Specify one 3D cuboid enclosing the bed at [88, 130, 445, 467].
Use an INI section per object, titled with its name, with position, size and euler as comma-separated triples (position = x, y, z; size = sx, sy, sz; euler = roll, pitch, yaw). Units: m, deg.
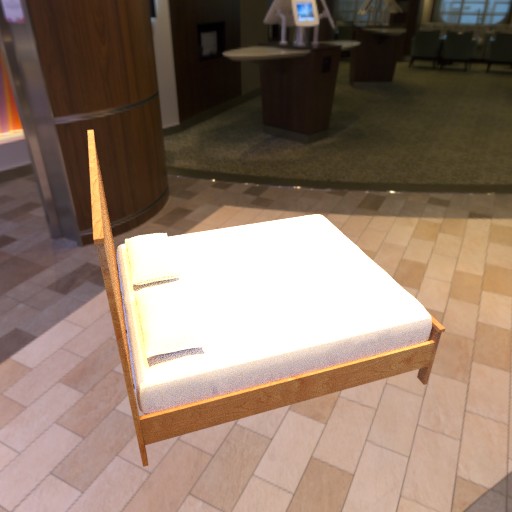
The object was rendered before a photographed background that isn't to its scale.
[bed]
position = 0.000, 0.000, 4.037
size = 2.530, 1.938, 2.225
euler = -10, 32, -16
